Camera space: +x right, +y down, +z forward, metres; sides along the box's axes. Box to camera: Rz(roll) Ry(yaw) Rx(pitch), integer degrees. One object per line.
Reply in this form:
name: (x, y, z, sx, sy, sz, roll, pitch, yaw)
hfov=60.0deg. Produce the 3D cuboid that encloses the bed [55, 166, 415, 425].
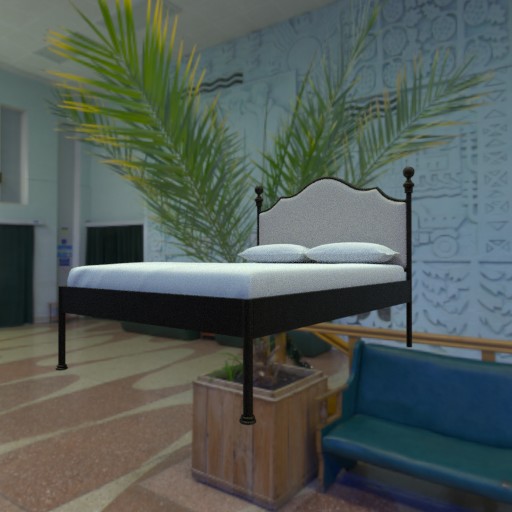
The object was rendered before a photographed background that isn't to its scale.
bed: (0.000, 0.000, 3.283, 1.642, 1.499, 2.224, 0, 0, 37)
